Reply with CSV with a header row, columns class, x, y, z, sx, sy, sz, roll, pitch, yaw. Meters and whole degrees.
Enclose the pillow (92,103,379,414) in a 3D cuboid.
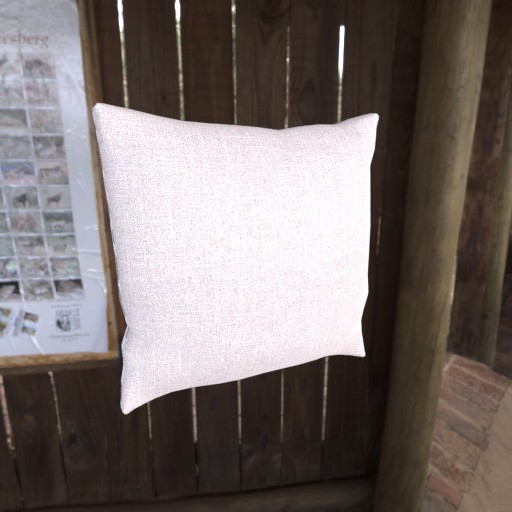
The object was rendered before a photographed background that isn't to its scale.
class,x,y,z,sx,sy,sz,roll,pitch,yaw
pillow,0.000,0.000,0.788,0.508,0.498,0.215,-7,16,-25
